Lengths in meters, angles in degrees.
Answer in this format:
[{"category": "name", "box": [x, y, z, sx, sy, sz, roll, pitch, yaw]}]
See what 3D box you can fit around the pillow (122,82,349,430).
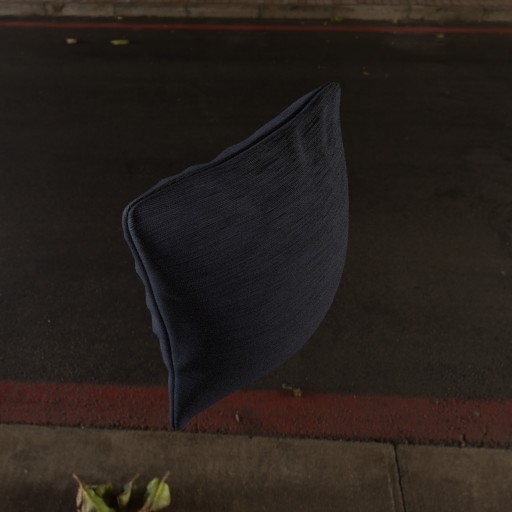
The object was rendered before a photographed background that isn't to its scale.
[{"category": "pillow", "box": [0.000, 0.000, 0.681, 0.246, 0.414, 0.432, 25, 46, 26]}]
